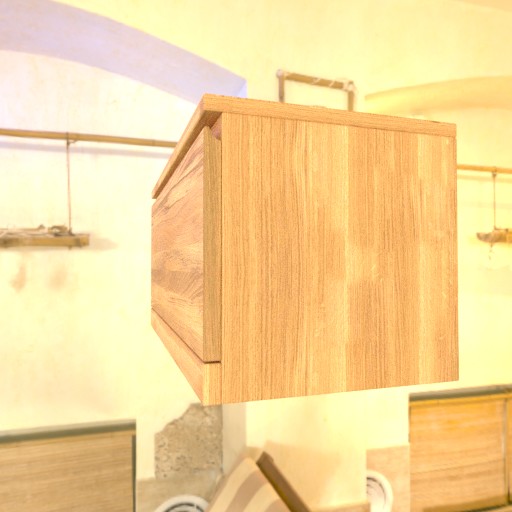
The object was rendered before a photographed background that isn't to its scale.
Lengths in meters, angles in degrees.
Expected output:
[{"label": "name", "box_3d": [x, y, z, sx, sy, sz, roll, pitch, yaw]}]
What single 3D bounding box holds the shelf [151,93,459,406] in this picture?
[{"label": "shelf", "box_3d": [0.000, 0.000, 1.006, 0.400, 0.400, 0.800, 0, -1, -18]}]
